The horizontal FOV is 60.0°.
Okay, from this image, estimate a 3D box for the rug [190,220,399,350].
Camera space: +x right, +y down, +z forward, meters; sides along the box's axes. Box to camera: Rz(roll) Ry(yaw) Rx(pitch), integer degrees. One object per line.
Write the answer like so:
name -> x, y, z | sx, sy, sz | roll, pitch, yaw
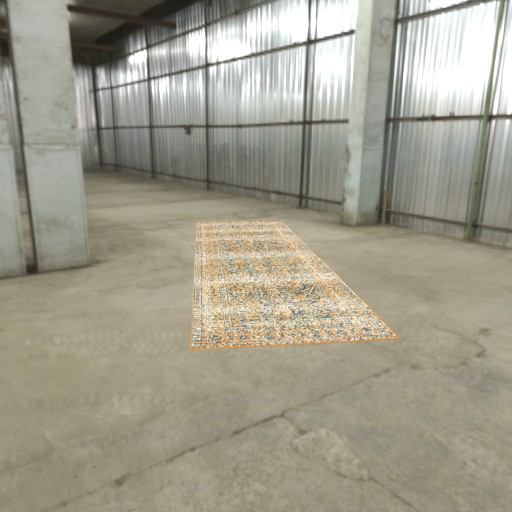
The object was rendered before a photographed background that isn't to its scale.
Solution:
rug -> 0.000, 0.000, 2.564 | 0.704, 0.014, 2.294 | -2, 15, -7
